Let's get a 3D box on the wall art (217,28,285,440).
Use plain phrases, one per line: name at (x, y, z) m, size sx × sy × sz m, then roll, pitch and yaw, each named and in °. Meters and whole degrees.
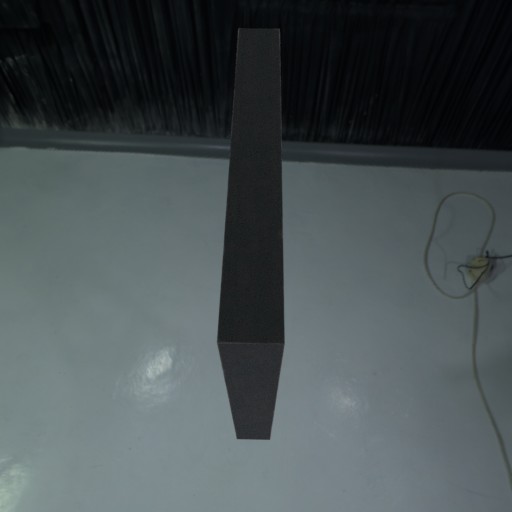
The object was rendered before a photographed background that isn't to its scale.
wall art at (0.000, 0.000, 0.458) m, size 0.038 × 0.305 × 0.305 m, roll 1°, pitch 58°, yaw 1°
